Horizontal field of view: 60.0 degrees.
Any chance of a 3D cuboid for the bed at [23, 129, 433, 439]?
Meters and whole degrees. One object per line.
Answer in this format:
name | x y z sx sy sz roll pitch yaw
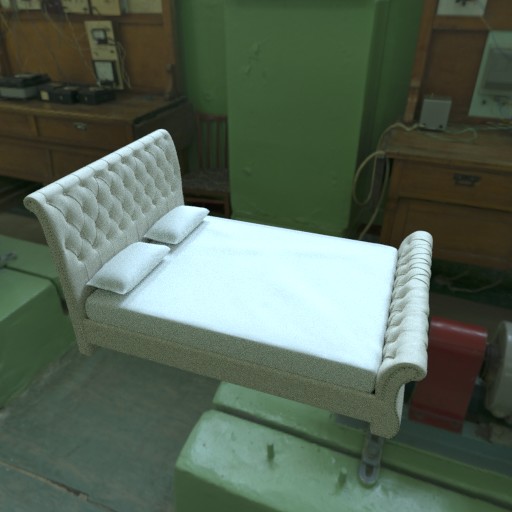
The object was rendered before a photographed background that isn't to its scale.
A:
bed | 0.000 0.000 3.325 2.493 1.268 1.606 11 33 17
